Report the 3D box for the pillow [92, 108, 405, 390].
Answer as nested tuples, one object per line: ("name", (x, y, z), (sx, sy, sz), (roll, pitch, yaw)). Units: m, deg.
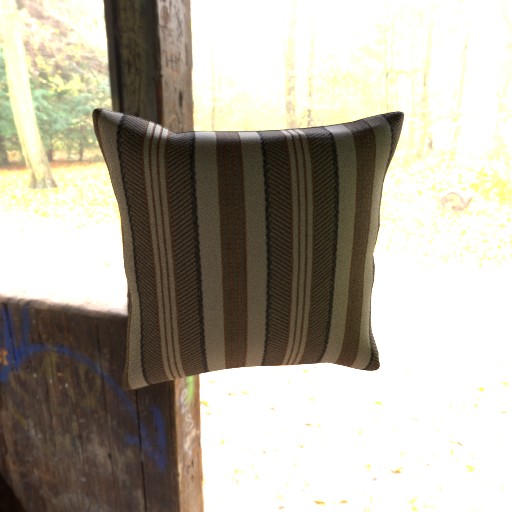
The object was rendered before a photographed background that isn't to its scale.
("pillow", (0.000, 0.000, 0.637), (0.416, 0.401, 0.173), (-2, 16, -8))
